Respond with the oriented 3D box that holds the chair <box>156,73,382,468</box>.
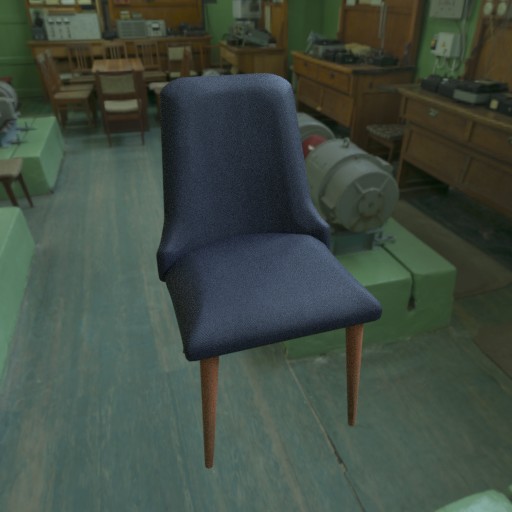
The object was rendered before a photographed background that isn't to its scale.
[{"bbox_3d":[0.000,0.000,1.171,0.504,0.820,0.567,-9,32,-15],"label":"chair"}]
